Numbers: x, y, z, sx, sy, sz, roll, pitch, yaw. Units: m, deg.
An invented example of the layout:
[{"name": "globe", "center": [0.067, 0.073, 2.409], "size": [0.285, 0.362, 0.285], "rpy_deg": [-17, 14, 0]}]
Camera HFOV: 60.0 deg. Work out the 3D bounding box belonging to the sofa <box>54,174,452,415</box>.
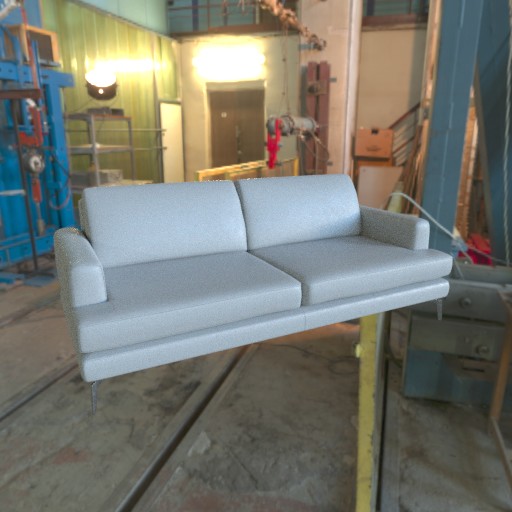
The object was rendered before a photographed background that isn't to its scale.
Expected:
[{"name": "sofa", "center": [0.000, 0.000, 2.381], "size": [1.940, 0.765, 0.974], "rpy_deg": [-8, 18, -26]}]
